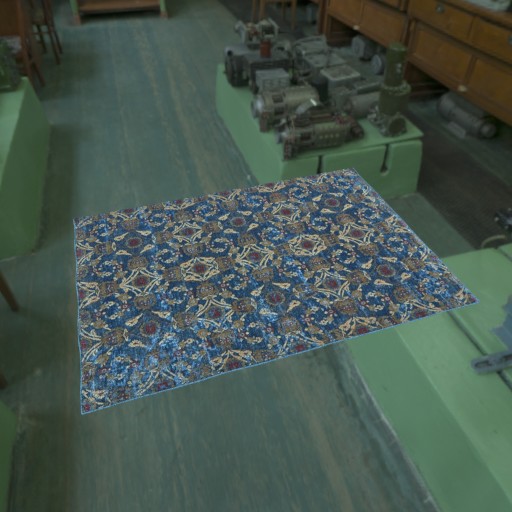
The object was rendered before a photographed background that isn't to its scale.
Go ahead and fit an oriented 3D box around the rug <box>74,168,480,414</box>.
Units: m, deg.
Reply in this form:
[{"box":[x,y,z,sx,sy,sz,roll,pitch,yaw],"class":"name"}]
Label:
[{"box":[0.000,0.000,4.244,3.291,0.013,2.337,-12,43,-13],"class":"rug"}]
